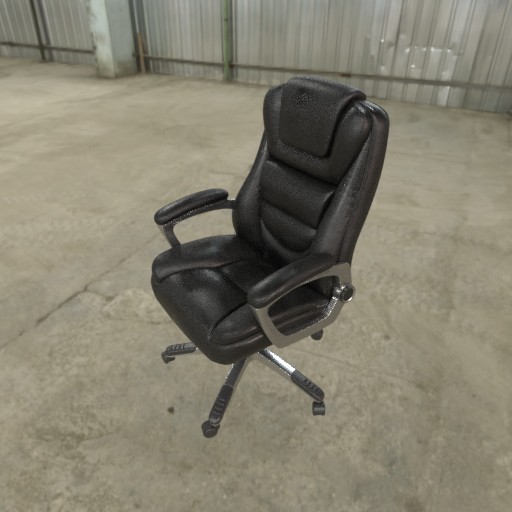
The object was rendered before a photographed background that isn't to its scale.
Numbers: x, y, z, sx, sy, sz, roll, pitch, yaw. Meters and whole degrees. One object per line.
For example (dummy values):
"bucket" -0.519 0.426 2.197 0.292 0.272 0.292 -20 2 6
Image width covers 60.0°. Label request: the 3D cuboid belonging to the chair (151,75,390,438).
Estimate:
"chair" 0.000 0.000 1.520 0.689 1.075 0.697 -22 39 -30
